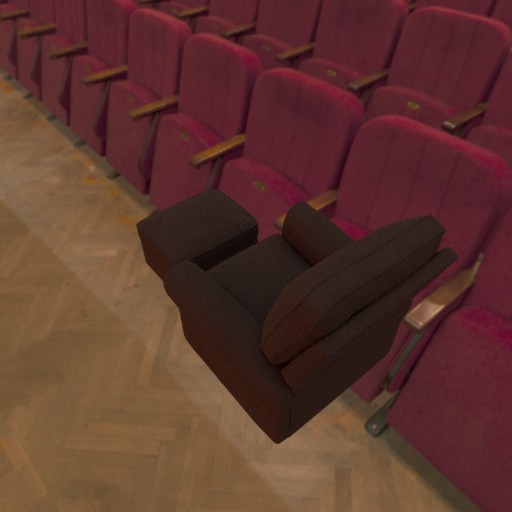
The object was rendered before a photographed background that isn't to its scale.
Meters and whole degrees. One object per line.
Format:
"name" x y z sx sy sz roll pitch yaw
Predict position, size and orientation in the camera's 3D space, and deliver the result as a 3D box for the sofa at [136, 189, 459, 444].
"sofa" 0.000 0.000 2.079 0.880 0.959 1.478 -29 51 -27
